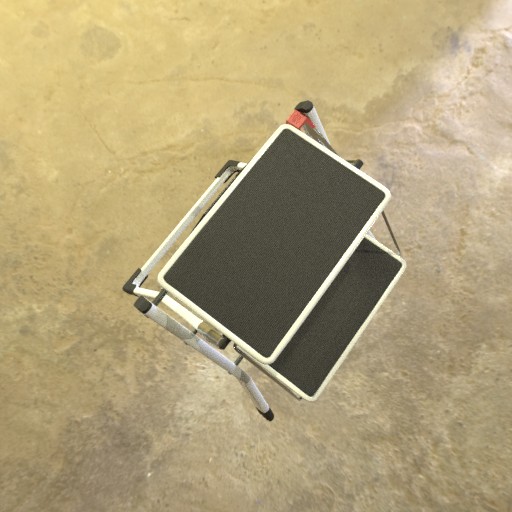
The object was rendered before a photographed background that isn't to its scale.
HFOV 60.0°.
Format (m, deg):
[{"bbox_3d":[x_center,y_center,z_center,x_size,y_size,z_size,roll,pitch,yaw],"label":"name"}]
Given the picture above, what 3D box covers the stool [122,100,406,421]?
[{"bbox_3d":[0.000,0.000,0.858,0.490,0.445,0.485,36,78,9],"label":"stool"}]
